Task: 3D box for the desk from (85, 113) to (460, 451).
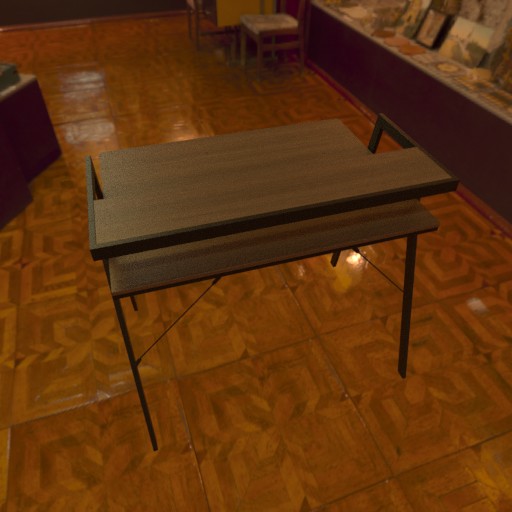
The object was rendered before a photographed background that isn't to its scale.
[{"bbox_3d":[0.000,0.000,1.889,1.143,0.998,0.936,-12,44,-12],"label":"desk"}]
